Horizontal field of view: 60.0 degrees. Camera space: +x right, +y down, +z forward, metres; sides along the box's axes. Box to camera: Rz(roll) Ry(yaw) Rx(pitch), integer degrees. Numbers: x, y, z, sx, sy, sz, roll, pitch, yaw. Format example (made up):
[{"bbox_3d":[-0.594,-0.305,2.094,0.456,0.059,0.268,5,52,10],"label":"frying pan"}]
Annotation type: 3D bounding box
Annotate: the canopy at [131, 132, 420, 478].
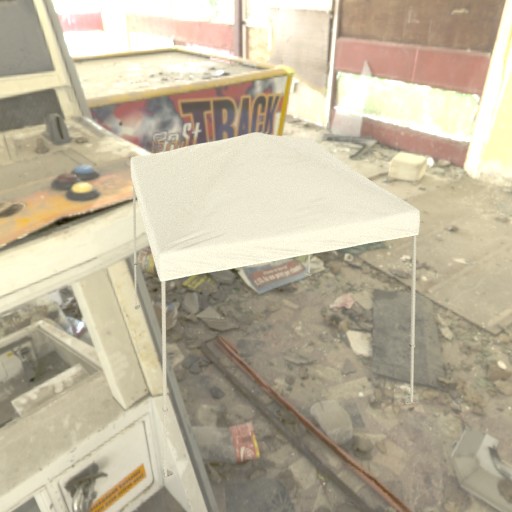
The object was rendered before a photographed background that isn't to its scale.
[{"bbox_3d":[0.000,0.000,6.447,3.600,3.600,3.599,-10,33,-16],"label":"canopy"}]
